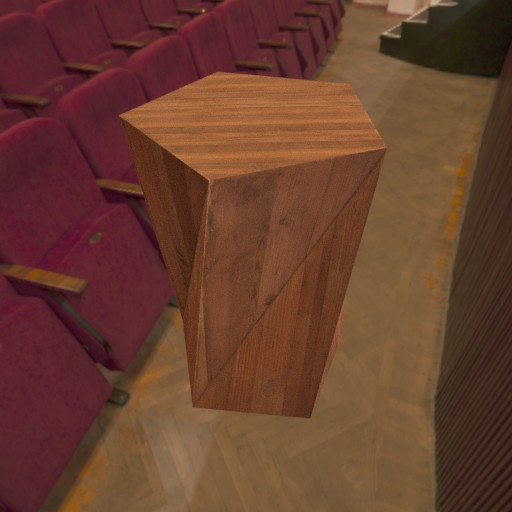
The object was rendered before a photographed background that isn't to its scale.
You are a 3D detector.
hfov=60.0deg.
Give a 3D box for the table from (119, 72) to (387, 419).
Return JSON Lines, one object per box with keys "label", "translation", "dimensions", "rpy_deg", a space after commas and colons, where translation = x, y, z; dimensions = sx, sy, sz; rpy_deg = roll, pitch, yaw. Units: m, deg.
{"label": "table", "translation": [0.000, 0.000, 0.910], "dimensions": [0.425, 0.604, 0.441], "rpy_deg": [11, 41, 13]}
